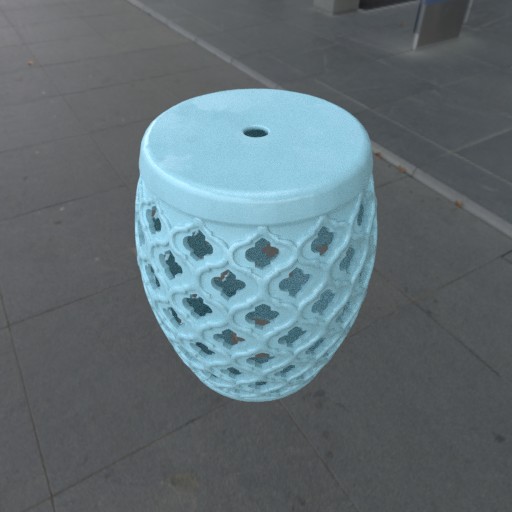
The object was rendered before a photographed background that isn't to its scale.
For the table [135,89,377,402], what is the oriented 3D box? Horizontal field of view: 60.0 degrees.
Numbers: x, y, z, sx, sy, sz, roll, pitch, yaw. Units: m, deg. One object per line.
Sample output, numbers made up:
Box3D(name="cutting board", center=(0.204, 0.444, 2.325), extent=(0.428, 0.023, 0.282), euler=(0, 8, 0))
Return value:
Box3D(name="table", center=(0.000, 0.000, 0.638), extent=(0.325, 0.388, 0.325), euler=(0, 42, 0))
